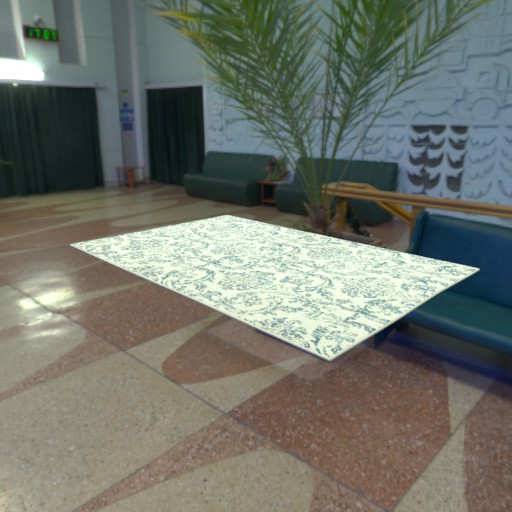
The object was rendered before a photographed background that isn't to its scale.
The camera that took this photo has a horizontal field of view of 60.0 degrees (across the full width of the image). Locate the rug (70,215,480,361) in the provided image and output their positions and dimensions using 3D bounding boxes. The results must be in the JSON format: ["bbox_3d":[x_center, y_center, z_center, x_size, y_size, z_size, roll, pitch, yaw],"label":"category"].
[{"bbox_3d":[0.000,0.000,3.509,1.819,0.018,2.746,-16,23,-43],"label":"rug"}]
